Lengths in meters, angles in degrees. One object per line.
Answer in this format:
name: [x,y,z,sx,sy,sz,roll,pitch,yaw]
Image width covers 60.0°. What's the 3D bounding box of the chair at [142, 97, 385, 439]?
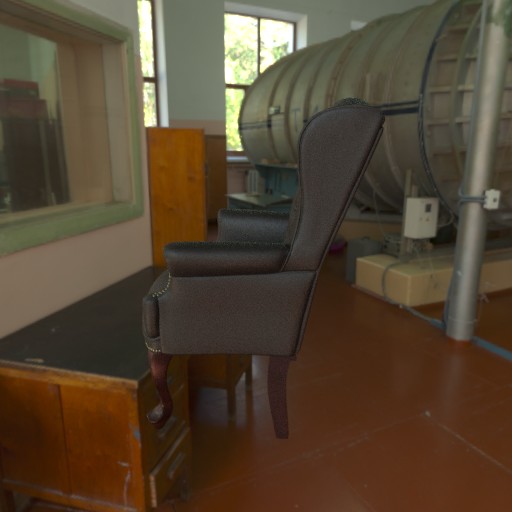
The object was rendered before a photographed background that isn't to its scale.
chair: [0.000,0.000,1.699,0.822,1.133,0.831,2,14,8]
